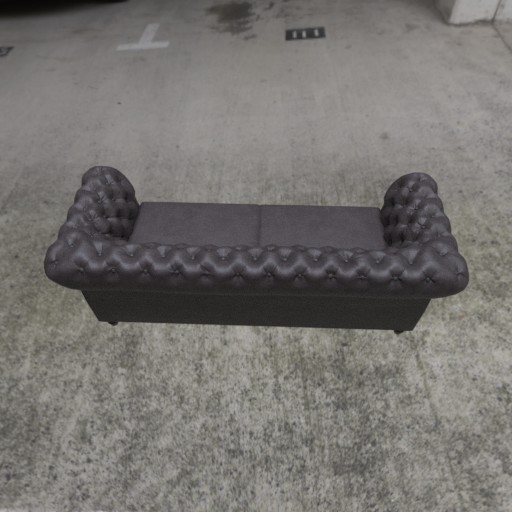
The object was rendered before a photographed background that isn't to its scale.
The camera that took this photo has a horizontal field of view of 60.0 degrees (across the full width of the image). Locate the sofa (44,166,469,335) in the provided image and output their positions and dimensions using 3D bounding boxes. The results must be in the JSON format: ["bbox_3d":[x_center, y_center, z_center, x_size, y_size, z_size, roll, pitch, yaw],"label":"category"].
[{"bbox_3d":[0.000,0.000,2.905,2.385,0.783,0.944,2,47,1],"label":"sofa"}]
